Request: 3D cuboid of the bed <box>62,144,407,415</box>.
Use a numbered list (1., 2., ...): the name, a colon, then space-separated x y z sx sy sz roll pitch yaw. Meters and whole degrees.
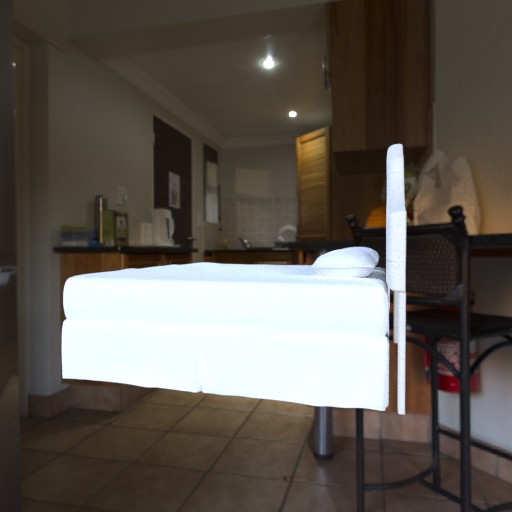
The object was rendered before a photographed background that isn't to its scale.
1. bed: 0.000 0.000 3.558 2.214 1.615 2.008 0 1 17
